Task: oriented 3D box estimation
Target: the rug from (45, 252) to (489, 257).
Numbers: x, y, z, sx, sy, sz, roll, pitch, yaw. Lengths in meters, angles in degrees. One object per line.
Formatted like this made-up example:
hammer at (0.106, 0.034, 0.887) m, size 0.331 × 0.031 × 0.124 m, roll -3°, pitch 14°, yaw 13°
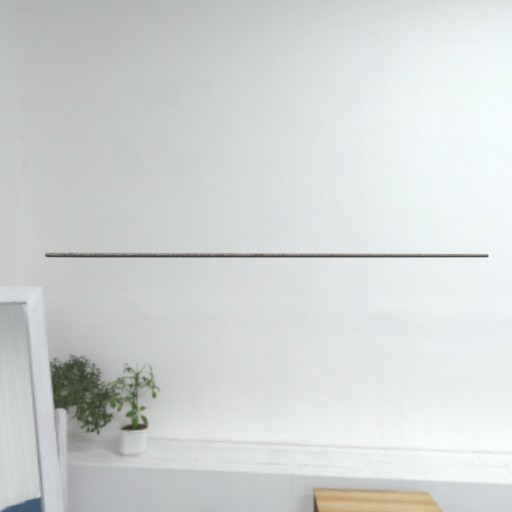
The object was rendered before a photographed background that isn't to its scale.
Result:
rug at (0.000, 0.000, 2.316) m, size 1.829 × 0.016 × 1.219 m, roll 0°, pitch 0°, yaw -17°
